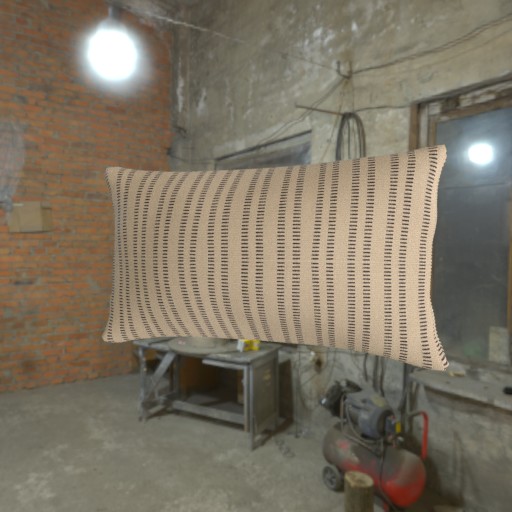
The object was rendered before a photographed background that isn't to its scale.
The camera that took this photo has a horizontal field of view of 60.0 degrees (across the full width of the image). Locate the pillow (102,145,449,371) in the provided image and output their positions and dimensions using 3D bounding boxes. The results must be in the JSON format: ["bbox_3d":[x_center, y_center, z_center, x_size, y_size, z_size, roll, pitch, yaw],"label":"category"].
[{"bbox_3d":[0.000,0.000,0.799,0.640,0.353,0.210,0,1,19],"label":"pillow"}]
